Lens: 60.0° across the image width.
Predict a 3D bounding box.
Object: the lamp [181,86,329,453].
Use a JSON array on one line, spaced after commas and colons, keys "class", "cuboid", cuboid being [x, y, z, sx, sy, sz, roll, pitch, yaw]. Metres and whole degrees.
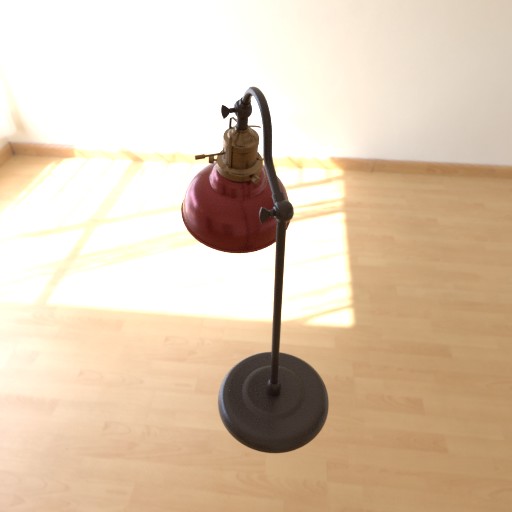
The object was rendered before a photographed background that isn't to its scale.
[{"class": "lamp", "cuboid": [0.000, 0.000, 0.679, 0.192, 0.508, 0.374, -12, 41, -15]}]
